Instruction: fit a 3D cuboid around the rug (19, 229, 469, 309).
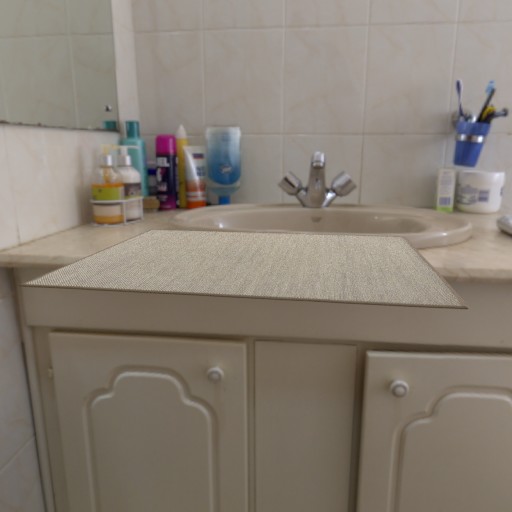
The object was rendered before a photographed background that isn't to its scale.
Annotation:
[{"bbox_3d":[0.000,0.000,4.072,3.041,0.020,2.413,2,13,9],"label":"rug"}]
